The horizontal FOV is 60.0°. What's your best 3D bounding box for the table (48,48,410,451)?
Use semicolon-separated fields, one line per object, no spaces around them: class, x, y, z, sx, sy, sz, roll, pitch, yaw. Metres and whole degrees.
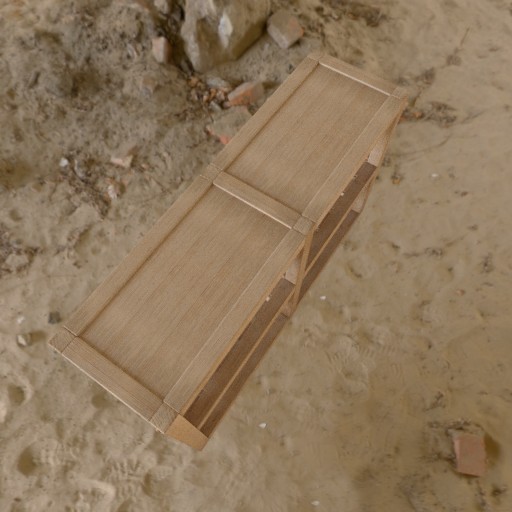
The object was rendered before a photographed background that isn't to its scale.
table;0.000;0.000;1.647;0.381;0.762;1.320;31;67;15
